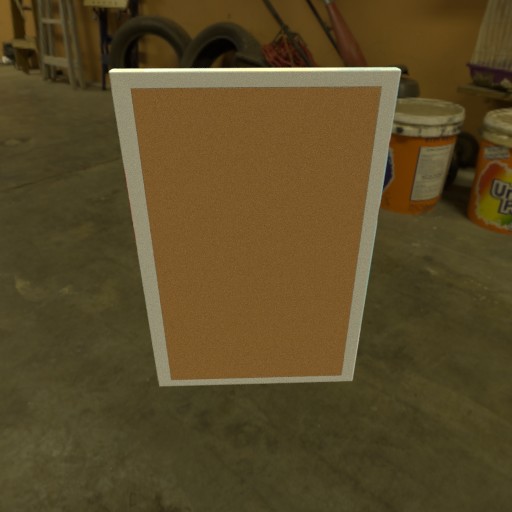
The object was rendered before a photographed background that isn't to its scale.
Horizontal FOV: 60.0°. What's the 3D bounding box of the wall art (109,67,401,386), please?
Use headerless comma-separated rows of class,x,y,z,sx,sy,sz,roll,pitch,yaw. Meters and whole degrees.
wall art,0.000,0.000,1.164,0.605,0.915,0.037,-1,31,-2
